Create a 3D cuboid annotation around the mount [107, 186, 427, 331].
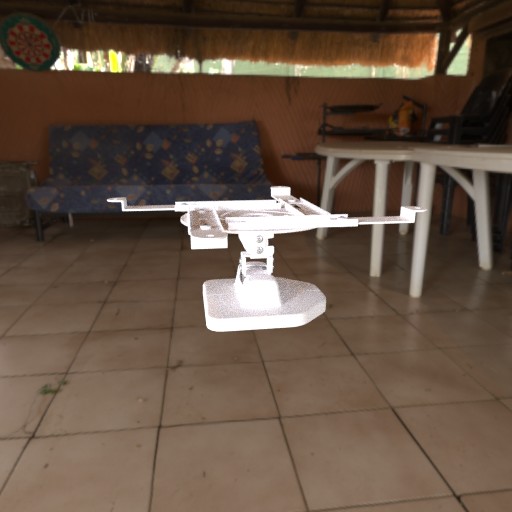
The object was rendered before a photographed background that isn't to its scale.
[{"bbox_3d":[0.000,0.000,0.592,0.394,0.141,0.394,-2,15,-8],"label":"mount"}]
